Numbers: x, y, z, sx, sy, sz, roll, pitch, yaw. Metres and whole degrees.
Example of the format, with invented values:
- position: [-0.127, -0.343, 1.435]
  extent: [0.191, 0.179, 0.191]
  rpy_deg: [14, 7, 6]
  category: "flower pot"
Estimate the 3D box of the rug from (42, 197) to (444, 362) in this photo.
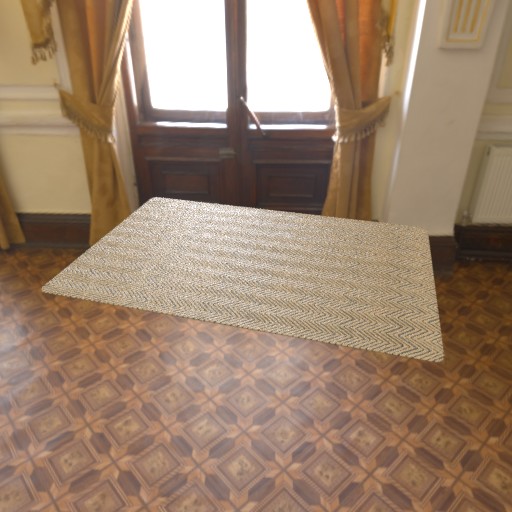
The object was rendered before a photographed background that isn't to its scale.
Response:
- position: [0.000, 0.000, 2.301]
  extent: [1.752, 0.008, 1.144]
  rpy_deg: [8, 31, 13]
  category: "rug"
